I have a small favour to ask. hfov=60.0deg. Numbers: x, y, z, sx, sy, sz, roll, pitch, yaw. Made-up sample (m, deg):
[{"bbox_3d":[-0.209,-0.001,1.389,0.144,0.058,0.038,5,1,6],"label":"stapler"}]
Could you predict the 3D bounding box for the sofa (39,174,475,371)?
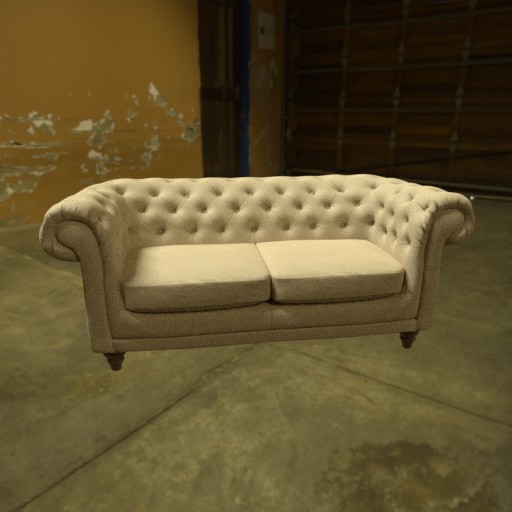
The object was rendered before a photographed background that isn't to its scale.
[{"bbox_3d":[0.000,0.000,2.522,1.988,0.835,1.069,-2,17,-8],"label":"sofa"}]
